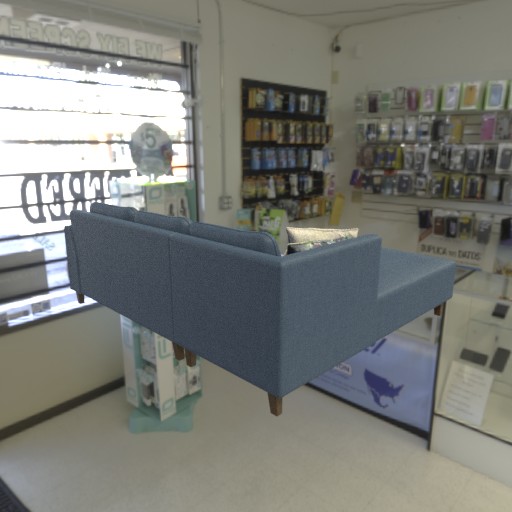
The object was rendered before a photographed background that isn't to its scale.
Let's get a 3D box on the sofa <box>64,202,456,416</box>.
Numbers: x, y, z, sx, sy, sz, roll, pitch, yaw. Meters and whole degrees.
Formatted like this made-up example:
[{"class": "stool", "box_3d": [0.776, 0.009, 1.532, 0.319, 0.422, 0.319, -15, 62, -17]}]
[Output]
[{"class": "sofa", "box_3d": [0.000, 0.000, 3.158, 1.829, 0.787, 2.120, -14, 19, -43]}]
